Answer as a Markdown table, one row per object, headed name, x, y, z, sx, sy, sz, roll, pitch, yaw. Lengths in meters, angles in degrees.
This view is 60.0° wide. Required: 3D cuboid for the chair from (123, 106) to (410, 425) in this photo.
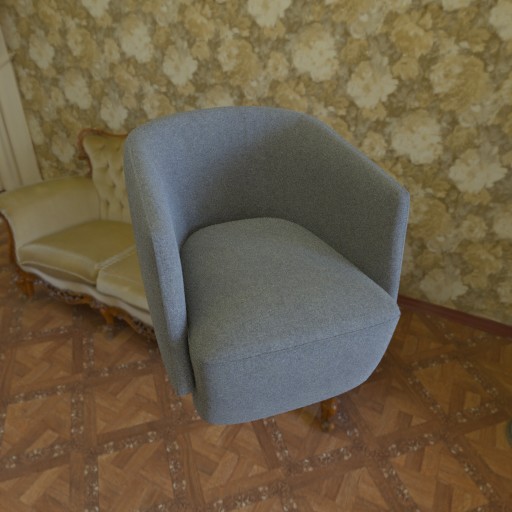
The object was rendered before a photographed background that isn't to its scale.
| name | x | y | z | sx | sy | sz | roll | pitch | yaw |
| --- | --- | --- | --- | --- | --- | --- | --- | --- | --- |
| chair | 0.000 | 0.000 | 1.630 | 0.822 | 0.861 | 0.986 | -11 | 34 | -17 |
